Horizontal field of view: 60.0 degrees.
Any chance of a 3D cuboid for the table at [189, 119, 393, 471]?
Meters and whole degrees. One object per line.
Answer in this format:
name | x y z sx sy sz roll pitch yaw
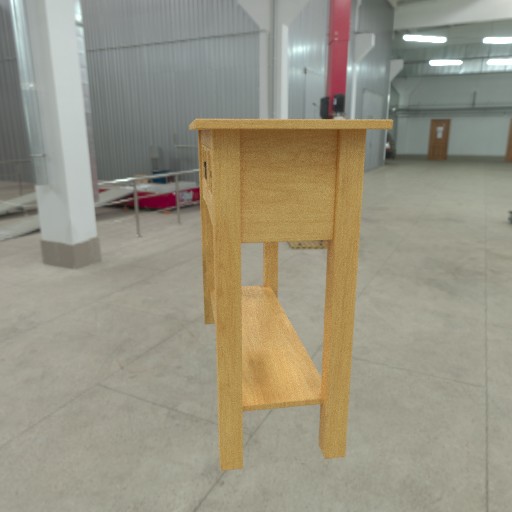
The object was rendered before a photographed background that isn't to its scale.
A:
table | 0.000 0.000 1.267 0.340 0.728 0.900 -2 16 -9
